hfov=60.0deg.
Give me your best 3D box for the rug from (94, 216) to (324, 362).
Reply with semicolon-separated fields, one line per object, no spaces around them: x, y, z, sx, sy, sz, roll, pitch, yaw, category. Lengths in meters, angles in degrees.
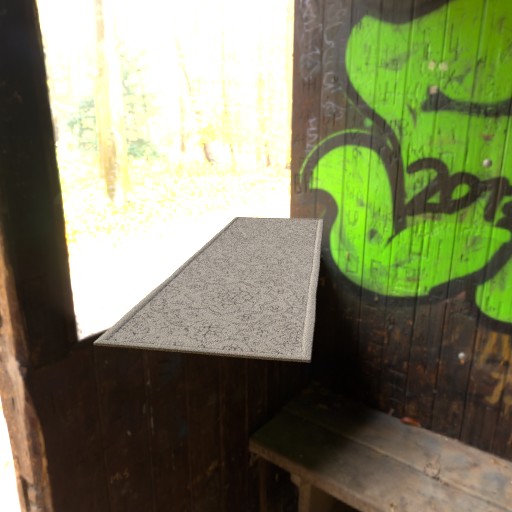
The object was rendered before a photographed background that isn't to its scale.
0.000;0.000;2.663;0.769;0.012;2.448;3;16;9;rug
